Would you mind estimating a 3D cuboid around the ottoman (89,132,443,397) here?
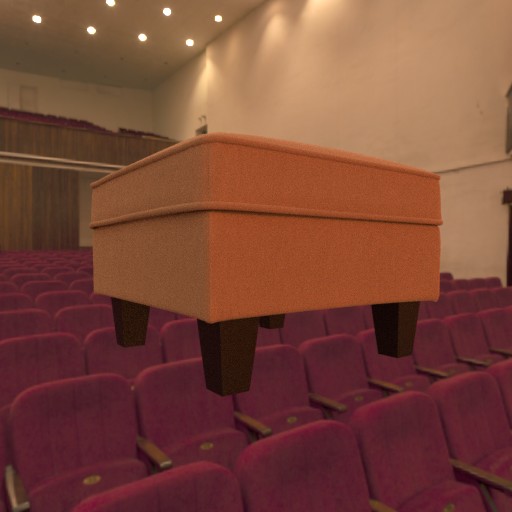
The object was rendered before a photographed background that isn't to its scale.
[{"bbox_3d":[0.000,0.000,1.037,0.616,0.438,0.613,0,0,-36],"label":"ottoman"}]
